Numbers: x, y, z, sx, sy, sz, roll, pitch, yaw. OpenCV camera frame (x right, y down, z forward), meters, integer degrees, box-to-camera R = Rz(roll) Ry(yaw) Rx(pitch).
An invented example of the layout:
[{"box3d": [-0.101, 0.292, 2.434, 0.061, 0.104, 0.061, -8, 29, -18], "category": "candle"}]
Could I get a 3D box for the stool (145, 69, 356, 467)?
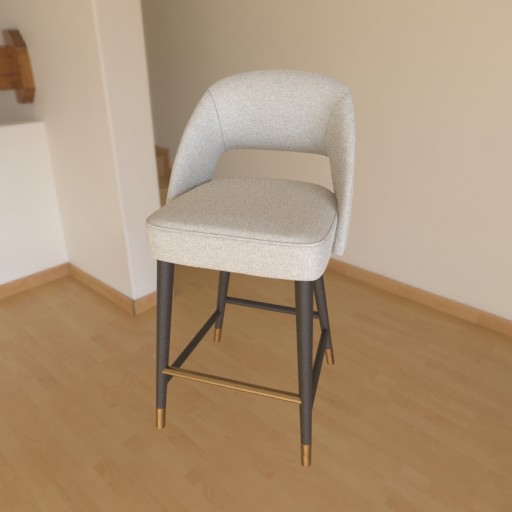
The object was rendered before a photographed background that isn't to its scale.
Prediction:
[{"box3d": [0.000, 0.000, 1.236, 0.494, 0.940, 0.509, 8, 26, 16], "category": "stool"}]
